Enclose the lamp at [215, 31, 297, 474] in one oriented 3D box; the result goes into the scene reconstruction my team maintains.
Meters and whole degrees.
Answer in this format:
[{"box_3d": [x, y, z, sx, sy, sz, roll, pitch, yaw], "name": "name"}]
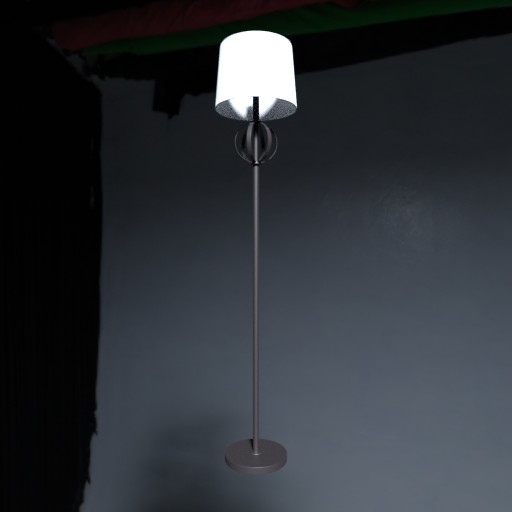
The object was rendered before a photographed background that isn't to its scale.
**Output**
[{"box_3d": [0.000, 0.000, 1.579, 0.286, 1.462, 0.286, 1, 2, 19], "name": "lamp"}]
